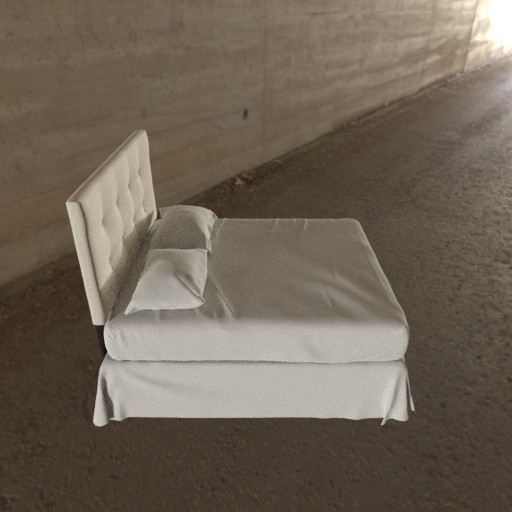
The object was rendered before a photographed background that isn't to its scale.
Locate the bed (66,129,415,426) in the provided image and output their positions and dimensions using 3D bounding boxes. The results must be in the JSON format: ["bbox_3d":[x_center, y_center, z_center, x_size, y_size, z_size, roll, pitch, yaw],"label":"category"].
[{"bbox_3d":[0.000,0.000,3.457,2.222,1.577,1.936,0,29,0],"label":"bed"}]
